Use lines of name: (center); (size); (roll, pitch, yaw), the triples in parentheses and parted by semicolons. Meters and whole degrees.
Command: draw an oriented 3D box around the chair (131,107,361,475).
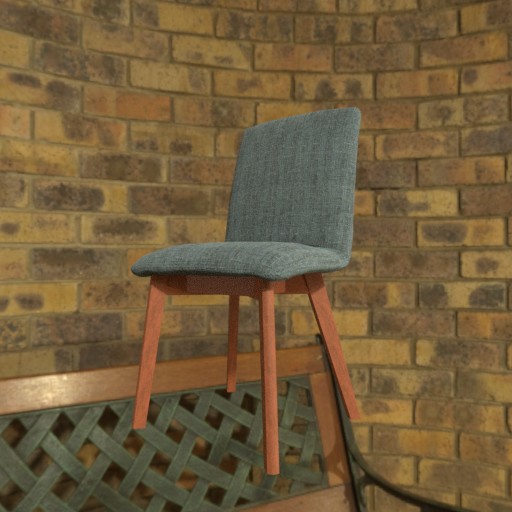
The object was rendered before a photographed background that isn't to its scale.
chair: (0.000, 0.000, 1.334); (0.522, 0.974, 0.563); (0, -1, 35)
